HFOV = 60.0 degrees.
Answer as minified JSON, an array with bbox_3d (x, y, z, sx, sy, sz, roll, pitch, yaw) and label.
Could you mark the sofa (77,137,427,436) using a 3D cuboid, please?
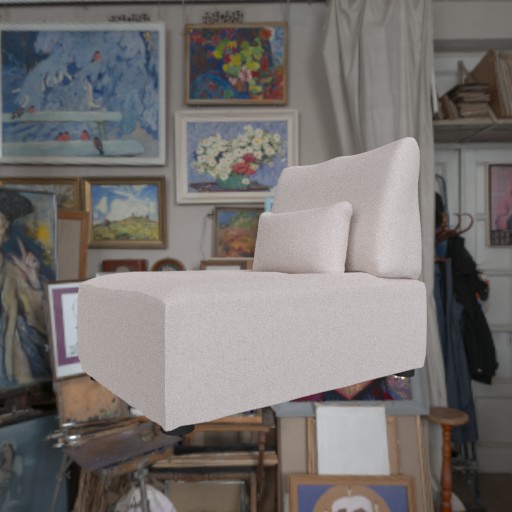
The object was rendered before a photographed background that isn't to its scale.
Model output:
[{"bbox_3d":[0.000,0.000,1.528,1.000,0.820,0.700,0,0,-37],"label":"sofa"}]
